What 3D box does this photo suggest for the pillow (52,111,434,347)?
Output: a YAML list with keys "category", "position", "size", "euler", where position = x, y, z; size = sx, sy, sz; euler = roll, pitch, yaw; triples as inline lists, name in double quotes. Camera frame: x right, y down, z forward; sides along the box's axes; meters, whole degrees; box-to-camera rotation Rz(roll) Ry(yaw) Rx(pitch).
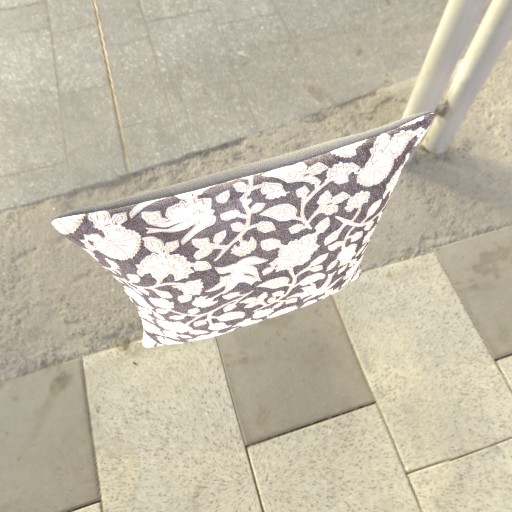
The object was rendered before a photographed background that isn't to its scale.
- category: "pillow"
  position: [0.000, 0.000, 0.793]
  size: [0.526, 0.507, 0.166]
  euler: [-17, 64, -9]
